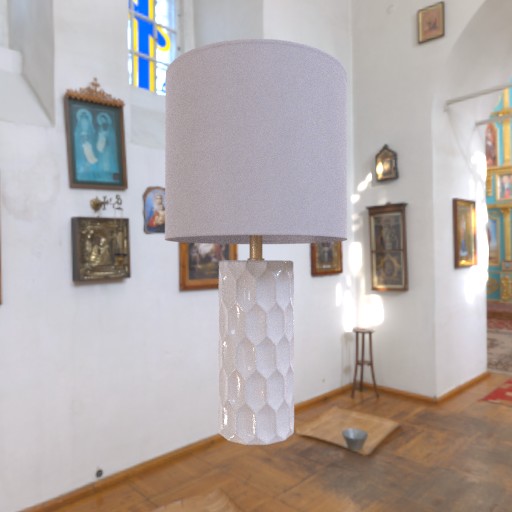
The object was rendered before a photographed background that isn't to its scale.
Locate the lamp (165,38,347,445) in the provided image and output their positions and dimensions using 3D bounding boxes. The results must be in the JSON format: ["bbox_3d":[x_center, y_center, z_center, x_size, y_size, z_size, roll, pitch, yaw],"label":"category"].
[{"bbox_3d":[0.000,0.000,0.684,0.277,0.537,0.277,0,-1,0],"label":"lamp"}]
